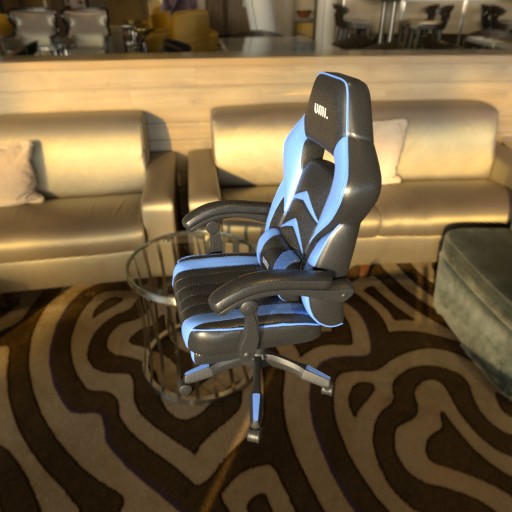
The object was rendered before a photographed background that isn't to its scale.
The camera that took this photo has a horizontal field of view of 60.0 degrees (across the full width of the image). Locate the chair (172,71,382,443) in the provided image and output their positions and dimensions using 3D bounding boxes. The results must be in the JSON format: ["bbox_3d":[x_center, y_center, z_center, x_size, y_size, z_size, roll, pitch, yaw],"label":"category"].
[{"bbox_3d":[0.000,0.000,1.700,0.700,1.280,0.700,-8,31,-14],"label":"chair"}]
